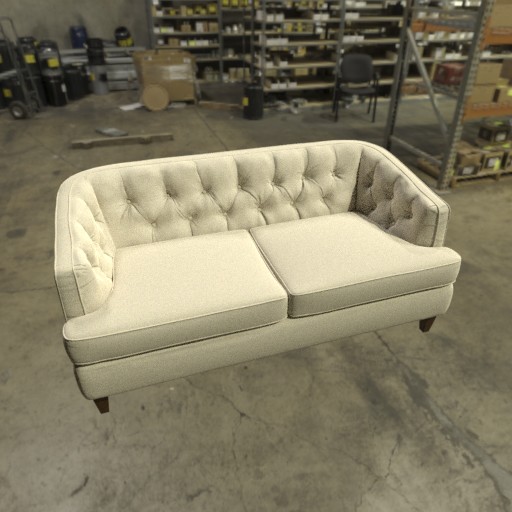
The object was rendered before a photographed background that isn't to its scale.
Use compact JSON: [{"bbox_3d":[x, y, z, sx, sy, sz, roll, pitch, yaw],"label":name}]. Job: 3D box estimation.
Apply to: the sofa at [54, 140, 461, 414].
[{"bbox_3d":[0.000,0.000,2.186,1.733,0.855,0.941,-10,33,-16],"label":"sofa"}]
